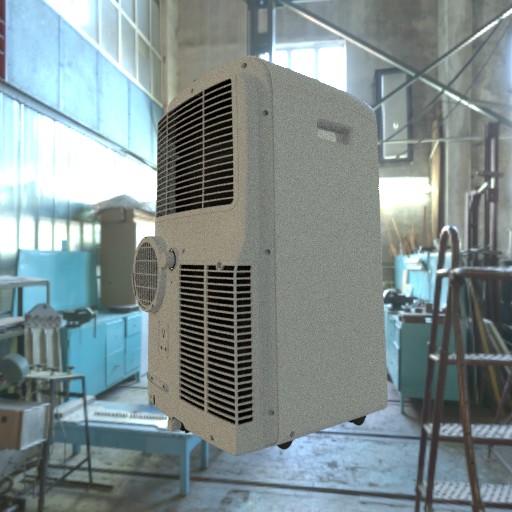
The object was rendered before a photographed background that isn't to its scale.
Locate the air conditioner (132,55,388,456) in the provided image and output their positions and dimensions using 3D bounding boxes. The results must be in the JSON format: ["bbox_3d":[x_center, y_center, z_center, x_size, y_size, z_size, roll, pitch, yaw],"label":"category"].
[{"bbox_3d":[0.000,0.000,1.064,0.467,0.765,0.478,0,0,-35],"label":"air conditioner"}]
